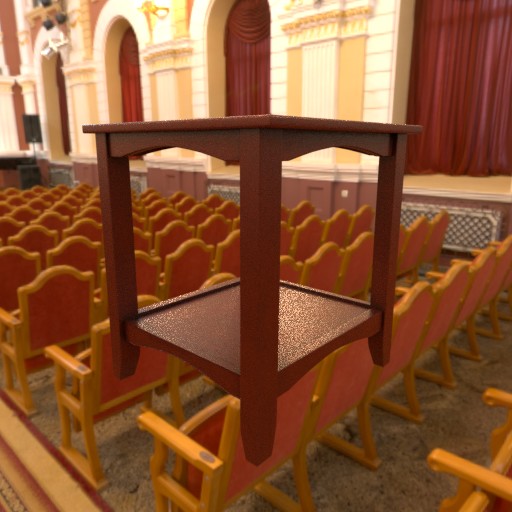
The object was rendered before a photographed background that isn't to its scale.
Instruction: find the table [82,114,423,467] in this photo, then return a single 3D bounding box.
[{"bbox_3d":[0.000,0.000,0.987,0.522,0.558,0.523,13,19,43],"label":"table"}]
